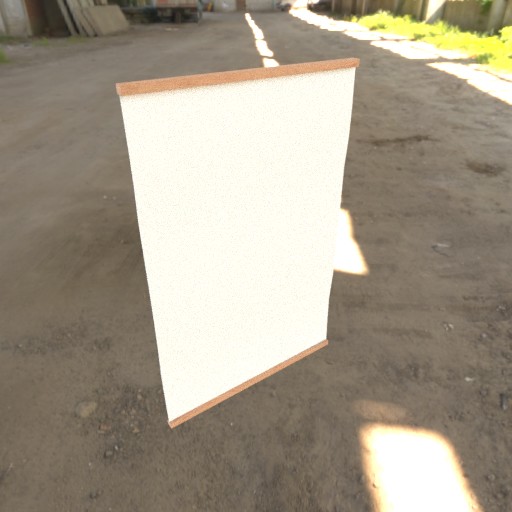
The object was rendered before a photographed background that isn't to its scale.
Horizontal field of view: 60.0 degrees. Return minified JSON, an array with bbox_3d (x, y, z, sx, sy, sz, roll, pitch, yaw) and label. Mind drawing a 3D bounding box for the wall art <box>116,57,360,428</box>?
[{"bbox_3d":[0.000,0.000,0.648,0.332,0.508,0.012,-20,36,-30],"label":"wall art"}]
